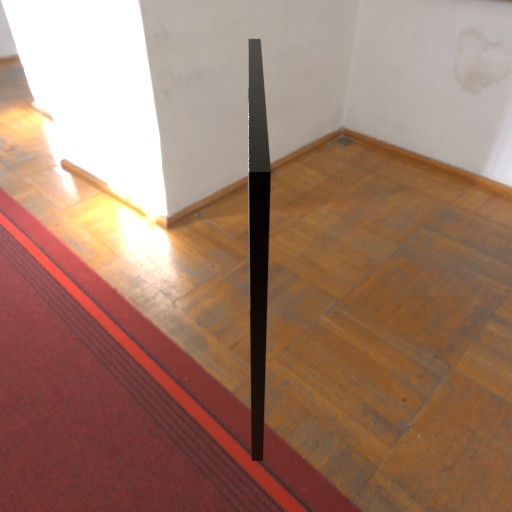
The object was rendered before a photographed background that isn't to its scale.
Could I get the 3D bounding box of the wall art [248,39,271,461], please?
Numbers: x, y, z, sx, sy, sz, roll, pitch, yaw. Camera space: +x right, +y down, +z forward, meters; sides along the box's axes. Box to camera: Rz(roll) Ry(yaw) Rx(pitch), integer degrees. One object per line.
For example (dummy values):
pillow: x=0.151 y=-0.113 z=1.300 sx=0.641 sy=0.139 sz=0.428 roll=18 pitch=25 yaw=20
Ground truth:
wall art: x=0.000 y=0.000 z=1.397 sx=0.040 sy=1.062 sz=0.805 roll=0 pitch=41 yaw=-1
